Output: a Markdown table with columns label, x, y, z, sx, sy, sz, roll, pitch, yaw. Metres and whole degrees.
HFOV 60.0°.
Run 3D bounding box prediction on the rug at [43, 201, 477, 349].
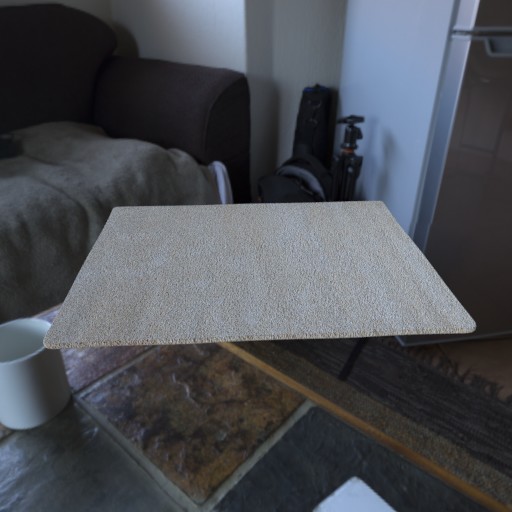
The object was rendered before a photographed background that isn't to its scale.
| label | x | y | z | sx | sy | sz | roll | pitch | yaw |
| --- | --- | --- | --- | --- | --- | --- | --- | --- | --- |
| rug | 0.000 | 0.000 | 2.129 | 1.600 | 0.025 | 1.199 | -2 | 30 | -3 |
